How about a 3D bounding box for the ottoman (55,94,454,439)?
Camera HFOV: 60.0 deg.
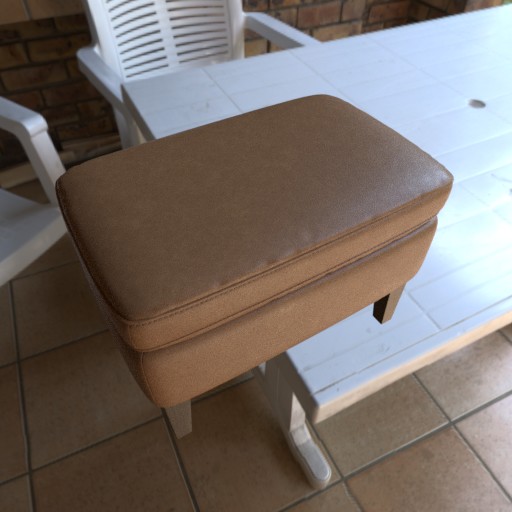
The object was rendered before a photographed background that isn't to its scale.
[{"bbox_3d":[0.000,0.000,0.963,0.670,0.480,0.420,-23,51,-21],"label":"ottoman"}]
